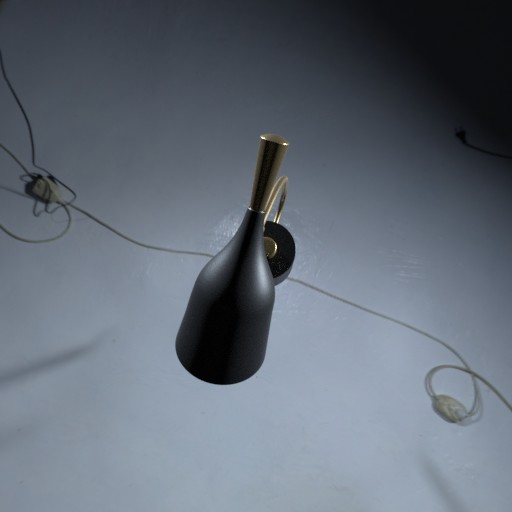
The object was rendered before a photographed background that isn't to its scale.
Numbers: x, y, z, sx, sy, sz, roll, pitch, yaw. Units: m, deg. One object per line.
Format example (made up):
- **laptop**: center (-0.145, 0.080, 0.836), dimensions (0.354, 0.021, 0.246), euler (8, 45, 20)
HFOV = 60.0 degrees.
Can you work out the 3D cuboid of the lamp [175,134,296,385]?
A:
- **lamp**: center (0.000, 0.000, 0.621), dimensions (0.110, 0.464, 0.352), euler (17, 76, 4)
